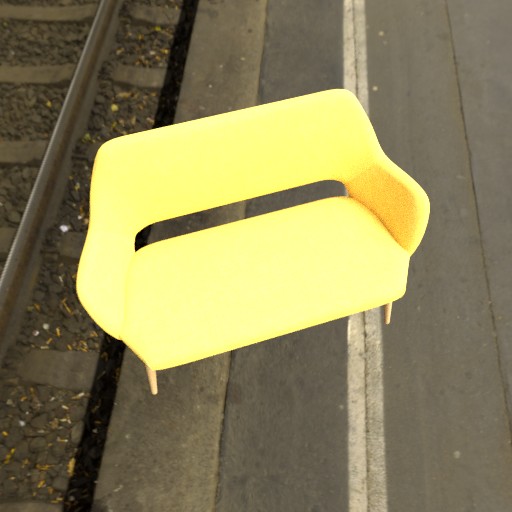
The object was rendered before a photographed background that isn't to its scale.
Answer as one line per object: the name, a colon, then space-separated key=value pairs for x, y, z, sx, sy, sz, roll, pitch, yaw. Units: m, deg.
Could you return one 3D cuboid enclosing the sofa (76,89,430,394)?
sofa: x=0.000 y=0.000 z=1.602 sx=1.150 sy=0.840 sz=0.610 roll=-15 pitch=64 yaw=-7
